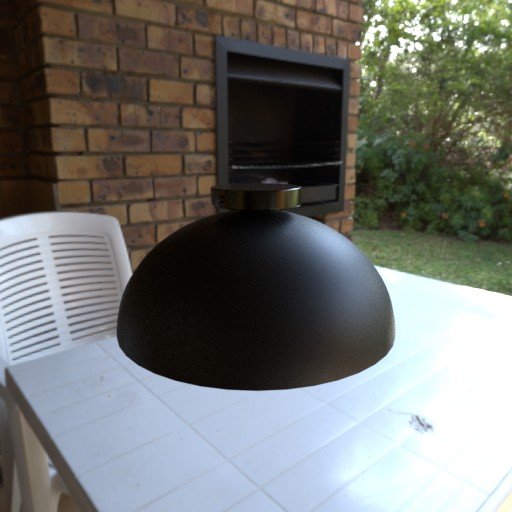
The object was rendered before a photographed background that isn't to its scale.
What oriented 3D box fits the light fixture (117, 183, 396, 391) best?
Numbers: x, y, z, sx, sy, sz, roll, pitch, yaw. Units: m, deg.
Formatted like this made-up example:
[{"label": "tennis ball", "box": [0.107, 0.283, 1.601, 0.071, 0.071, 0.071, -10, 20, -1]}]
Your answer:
[{"label": "light fixture", "box": [0.000, 0.000, 0.570, 0.355, 0.177, 0.355, 0, 13, 0]}]
